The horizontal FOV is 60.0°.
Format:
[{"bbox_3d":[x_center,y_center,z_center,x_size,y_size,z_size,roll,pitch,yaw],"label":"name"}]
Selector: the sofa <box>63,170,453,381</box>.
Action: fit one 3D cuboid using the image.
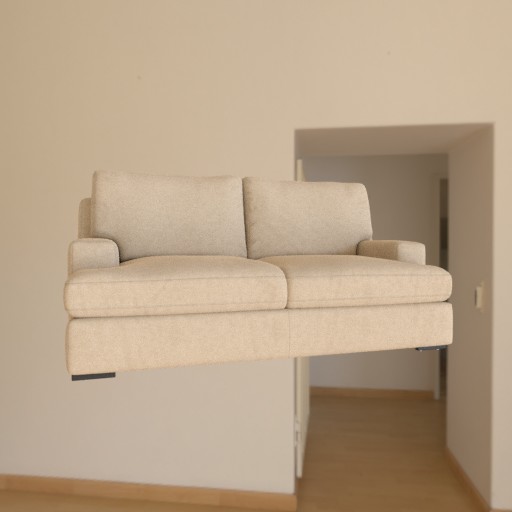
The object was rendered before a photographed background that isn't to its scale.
[{"bbox_3d":[0.000,0.000,2.422,1.885,0.967,0.962,0,1,-18],"label":"sofa"}]
